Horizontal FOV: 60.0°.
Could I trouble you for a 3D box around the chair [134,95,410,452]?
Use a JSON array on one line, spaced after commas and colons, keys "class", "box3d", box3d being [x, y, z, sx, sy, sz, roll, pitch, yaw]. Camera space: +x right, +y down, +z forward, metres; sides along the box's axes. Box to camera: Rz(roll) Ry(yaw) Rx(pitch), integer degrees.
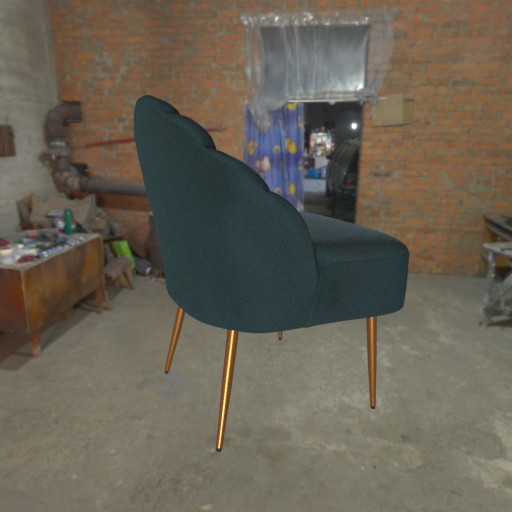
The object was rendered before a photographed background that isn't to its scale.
[{"class": "chair", "box3d": [0.000, 0.000, 1.234, 0.599, 0.819, 0.657, -8, 16, -27]}]
